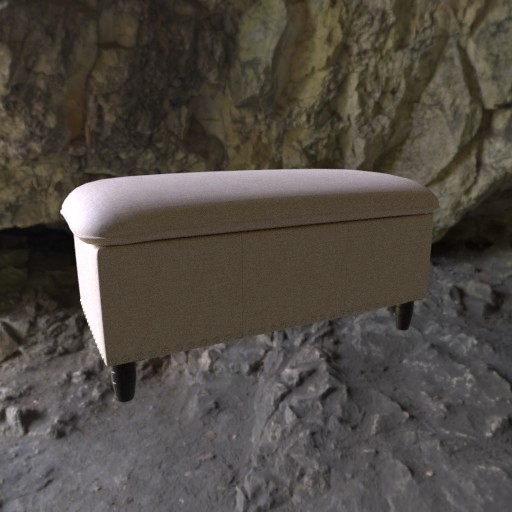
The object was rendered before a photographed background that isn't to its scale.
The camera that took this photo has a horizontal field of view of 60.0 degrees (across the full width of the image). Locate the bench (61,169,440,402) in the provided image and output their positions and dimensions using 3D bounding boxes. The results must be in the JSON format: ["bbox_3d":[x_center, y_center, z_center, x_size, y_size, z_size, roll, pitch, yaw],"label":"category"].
[{"bbox_3d":[0.000,0.000,1.280,0.991,0.483,0.483,-7,16,-26],"label":"bench"}]
